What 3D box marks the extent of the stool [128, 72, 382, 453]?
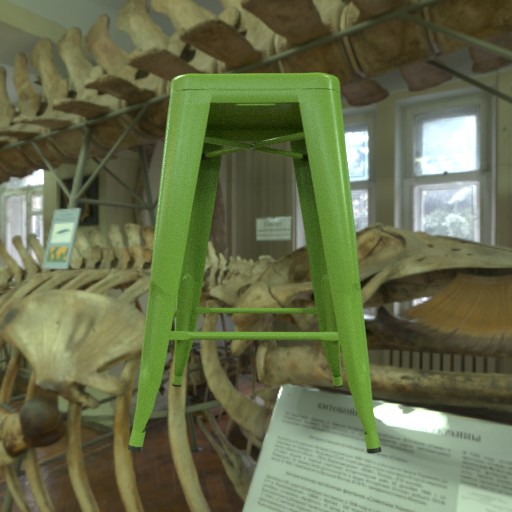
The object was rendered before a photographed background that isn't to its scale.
[{"bbox_3d":[0.000,0.000,0.859,0.398,0.609,0.358,0,0,1],"label":"stool"}]
